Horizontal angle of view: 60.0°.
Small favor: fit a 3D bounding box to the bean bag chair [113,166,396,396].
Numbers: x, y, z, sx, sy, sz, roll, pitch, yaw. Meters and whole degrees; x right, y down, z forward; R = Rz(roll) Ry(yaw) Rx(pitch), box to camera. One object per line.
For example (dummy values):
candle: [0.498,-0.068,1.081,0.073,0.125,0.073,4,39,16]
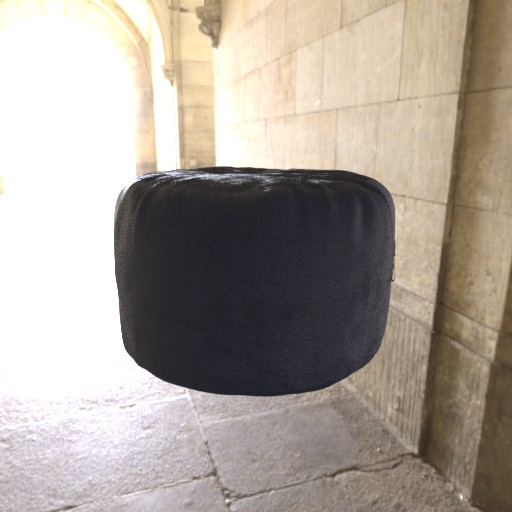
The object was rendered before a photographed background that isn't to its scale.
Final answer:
bean bag chair: [0.000,0.000,1.997,1.219,0.762,1.219,0,15,0]
